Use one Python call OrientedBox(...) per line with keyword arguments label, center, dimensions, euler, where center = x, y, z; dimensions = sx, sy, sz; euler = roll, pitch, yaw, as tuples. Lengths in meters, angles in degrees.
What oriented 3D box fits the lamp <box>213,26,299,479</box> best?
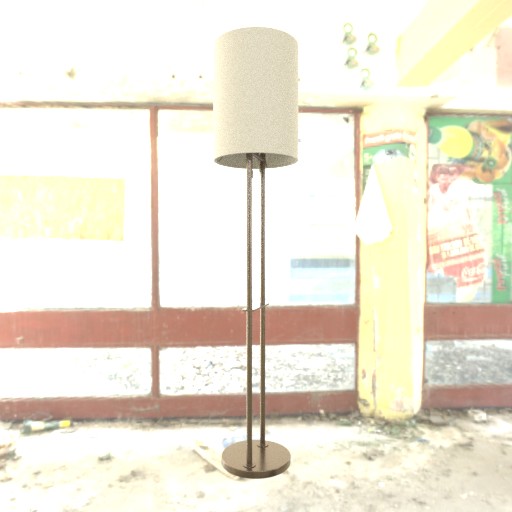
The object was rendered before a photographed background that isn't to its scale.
OrientedBox(label="lamp", center=(0.000, 0.000, 1.607), dimensions=(0.305, 1.500, 0.306), euler=(0, 1, 17))
